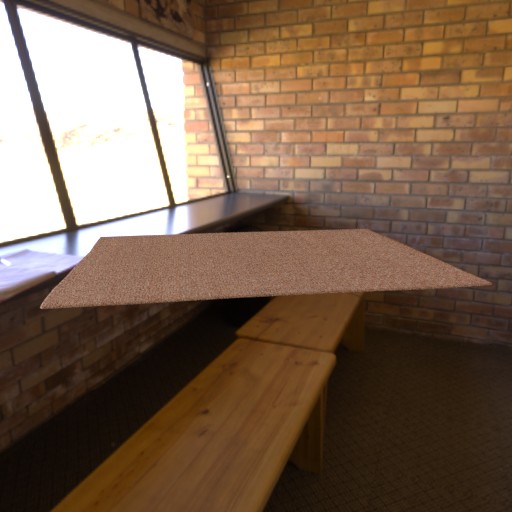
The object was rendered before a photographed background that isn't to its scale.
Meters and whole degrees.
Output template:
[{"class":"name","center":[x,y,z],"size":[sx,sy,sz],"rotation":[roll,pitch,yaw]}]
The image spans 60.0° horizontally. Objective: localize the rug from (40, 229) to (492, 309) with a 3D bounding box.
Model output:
[{"class":"rug","center":[0.000,0.000,2.776],"size":[2.141,0.013,1.566],"rotation":[-2,14,-9]}]
